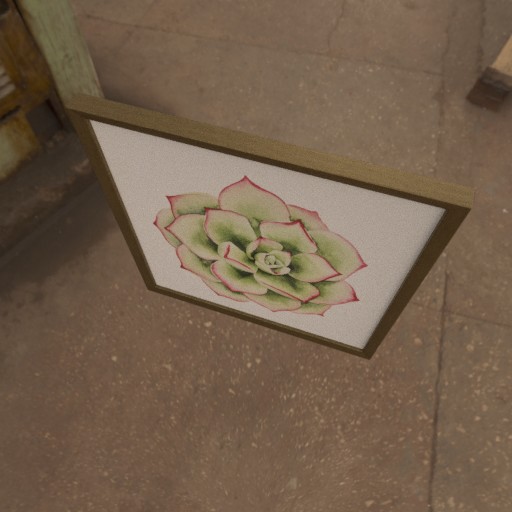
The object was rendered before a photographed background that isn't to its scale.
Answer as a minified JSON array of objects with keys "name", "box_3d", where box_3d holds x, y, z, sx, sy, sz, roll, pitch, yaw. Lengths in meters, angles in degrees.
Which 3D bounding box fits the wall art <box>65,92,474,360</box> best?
[{"name":"wall art","box_3d":[0.000,0.000,0.743,0.503,0.506,0.031,16,60,10]}]
